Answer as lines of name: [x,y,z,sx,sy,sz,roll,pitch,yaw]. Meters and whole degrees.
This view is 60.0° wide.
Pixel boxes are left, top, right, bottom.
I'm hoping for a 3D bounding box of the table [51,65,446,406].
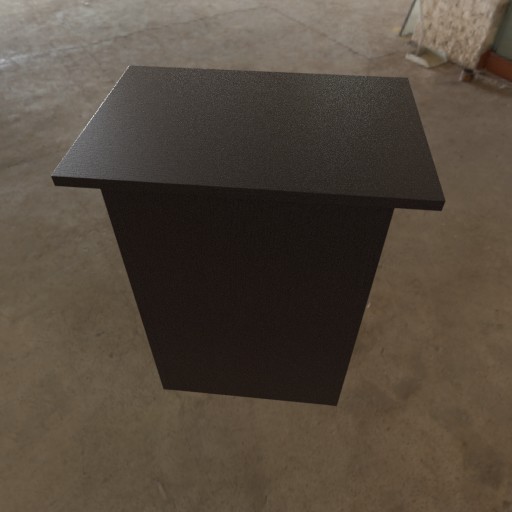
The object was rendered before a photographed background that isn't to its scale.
table: [0.000,0.000,1.053,0.589,0.711,0.408,4,46,4]
